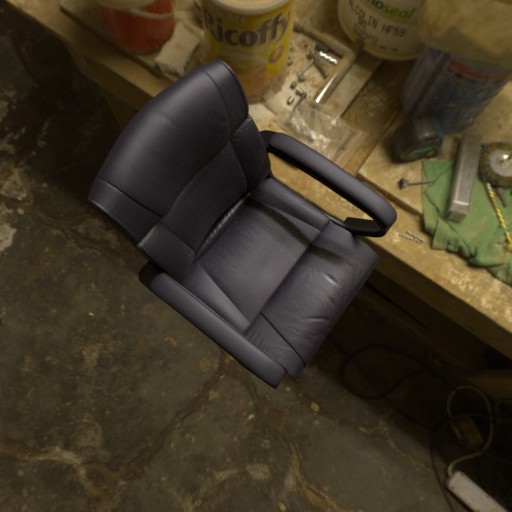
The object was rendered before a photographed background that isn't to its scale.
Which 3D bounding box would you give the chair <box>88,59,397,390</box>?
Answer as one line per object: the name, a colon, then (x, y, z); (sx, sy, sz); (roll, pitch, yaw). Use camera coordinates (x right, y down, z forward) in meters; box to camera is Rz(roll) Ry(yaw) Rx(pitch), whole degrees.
chair: (0.000, 0.000, 1.369); (0.641, 0.998, 0.576); (36, 78, 9)
